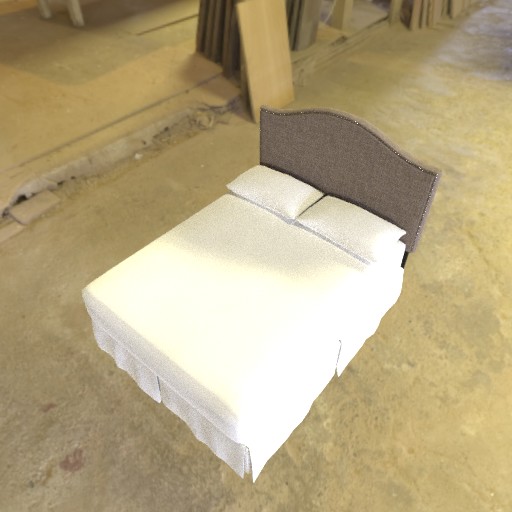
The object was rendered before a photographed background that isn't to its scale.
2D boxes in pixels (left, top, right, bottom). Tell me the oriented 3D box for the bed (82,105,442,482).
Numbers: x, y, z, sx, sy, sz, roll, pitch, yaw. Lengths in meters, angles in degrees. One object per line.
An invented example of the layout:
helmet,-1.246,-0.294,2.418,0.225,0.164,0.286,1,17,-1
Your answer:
bed,0.000,0.000,3.306,1.713,1.518,2.153,30,51,28
